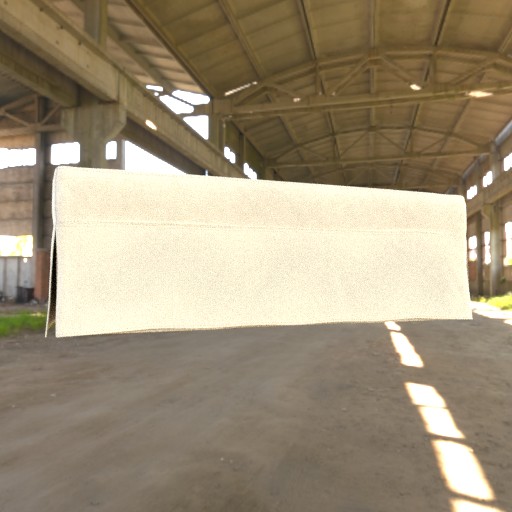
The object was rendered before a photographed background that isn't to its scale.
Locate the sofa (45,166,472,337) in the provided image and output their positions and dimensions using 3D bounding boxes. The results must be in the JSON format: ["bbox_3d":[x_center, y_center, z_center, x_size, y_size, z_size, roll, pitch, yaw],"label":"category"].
[{"bbox_3d":[0.000,0.000,2.020,1.677,0.552,0.939,1,-2,-19],"label":"sofa"}]
